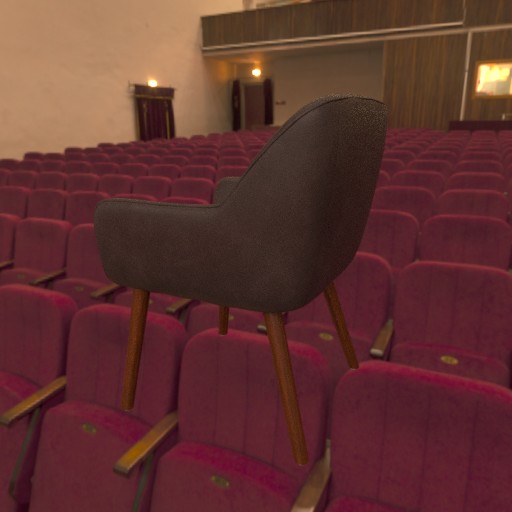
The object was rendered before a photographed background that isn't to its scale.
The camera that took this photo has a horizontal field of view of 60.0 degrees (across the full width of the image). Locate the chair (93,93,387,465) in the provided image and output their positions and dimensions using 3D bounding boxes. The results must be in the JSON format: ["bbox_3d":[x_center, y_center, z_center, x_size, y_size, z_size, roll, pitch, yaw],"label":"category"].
[{"bbox_3d":[0.000,0.000,1.242,0.610,0.828,0.610,8,18,25],"label":"chair"}]
